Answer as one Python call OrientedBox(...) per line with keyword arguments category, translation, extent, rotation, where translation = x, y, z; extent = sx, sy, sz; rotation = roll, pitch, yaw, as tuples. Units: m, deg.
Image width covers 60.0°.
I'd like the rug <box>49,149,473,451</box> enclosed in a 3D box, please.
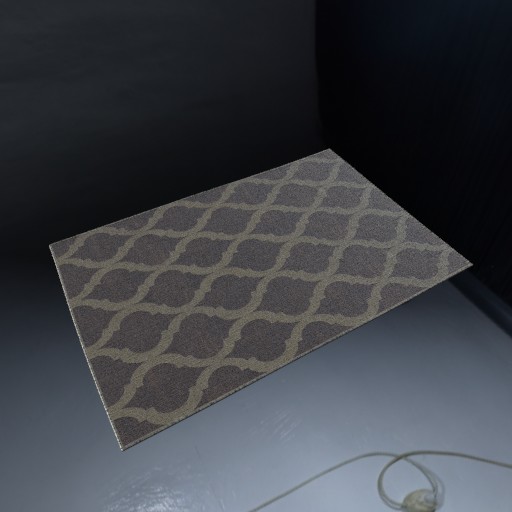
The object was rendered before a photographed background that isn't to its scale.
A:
OrientedBox(category="rug", translation=(0.000, 0.000, 2.841), extent=(2.284, 0.008, 1.522), rotation=(-23, 51, -20))
